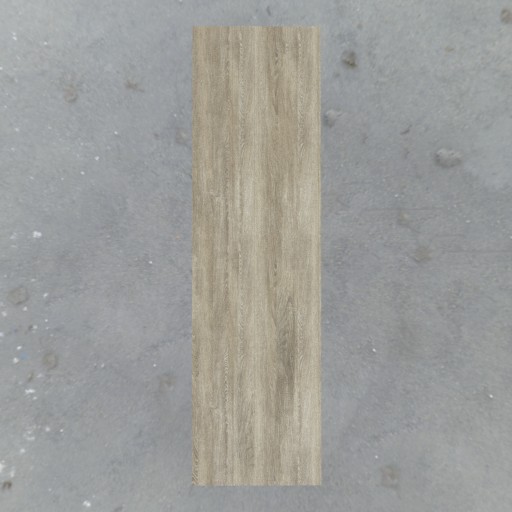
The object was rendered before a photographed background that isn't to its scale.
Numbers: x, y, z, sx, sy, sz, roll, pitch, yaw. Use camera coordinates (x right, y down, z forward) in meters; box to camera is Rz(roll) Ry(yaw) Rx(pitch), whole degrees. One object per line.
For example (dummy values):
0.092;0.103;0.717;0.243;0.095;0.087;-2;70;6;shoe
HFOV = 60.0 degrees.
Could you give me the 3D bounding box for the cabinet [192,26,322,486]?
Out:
0.000;0.000;1.980;0.450;0.870;1.600;0;89;0;cabinet
